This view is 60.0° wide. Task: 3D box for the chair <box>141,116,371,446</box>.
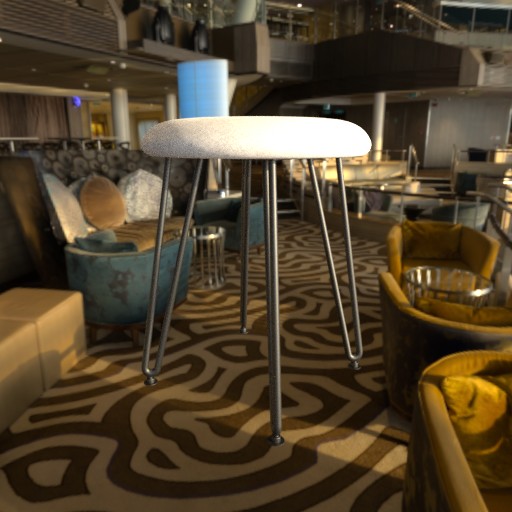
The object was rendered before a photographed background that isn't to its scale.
[{"bbox_3d":[0.000,0.000,0.653,0.350,0.386,0.350,-2,15,-8],"label":"chair"}]
